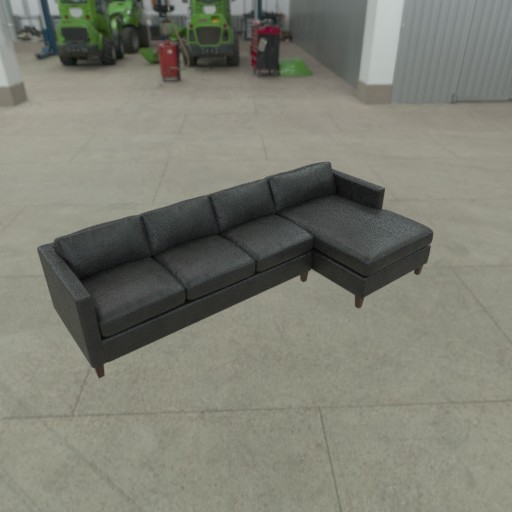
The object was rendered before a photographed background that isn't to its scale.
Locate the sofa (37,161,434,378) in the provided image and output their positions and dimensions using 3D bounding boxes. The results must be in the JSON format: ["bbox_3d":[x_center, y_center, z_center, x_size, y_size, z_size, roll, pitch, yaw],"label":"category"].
[{"bbox_3d":[0.000,0.000,3.982,3.203,0.883,1.581,-22,37,-32],"label":"sofa"}]
